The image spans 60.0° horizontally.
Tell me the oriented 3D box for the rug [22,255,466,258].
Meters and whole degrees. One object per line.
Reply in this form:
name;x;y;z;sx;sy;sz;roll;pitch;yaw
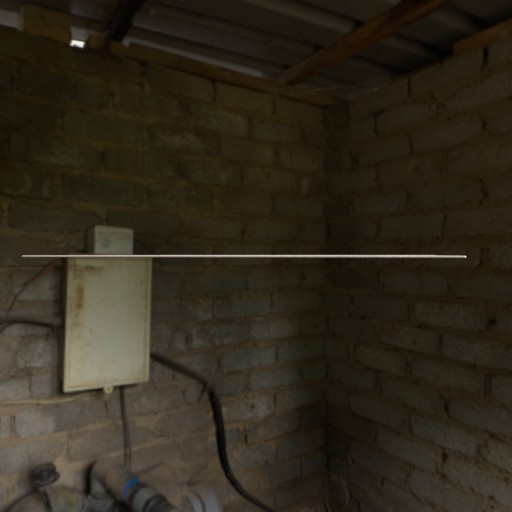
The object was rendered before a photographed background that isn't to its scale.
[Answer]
rug;0.000;0.000;2.309;1.839;0.009;1.236;0;0;18
